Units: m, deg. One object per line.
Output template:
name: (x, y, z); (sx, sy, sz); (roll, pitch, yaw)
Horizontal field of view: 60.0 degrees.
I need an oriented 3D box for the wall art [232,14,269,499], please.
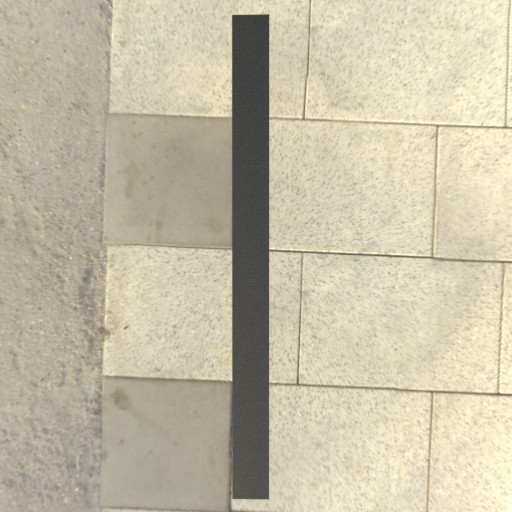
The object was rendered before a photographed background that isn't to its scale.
wall art: (0.000, 0.000, 0.513); (0.029, 0.330, 0.381); (0, 91, 1)
